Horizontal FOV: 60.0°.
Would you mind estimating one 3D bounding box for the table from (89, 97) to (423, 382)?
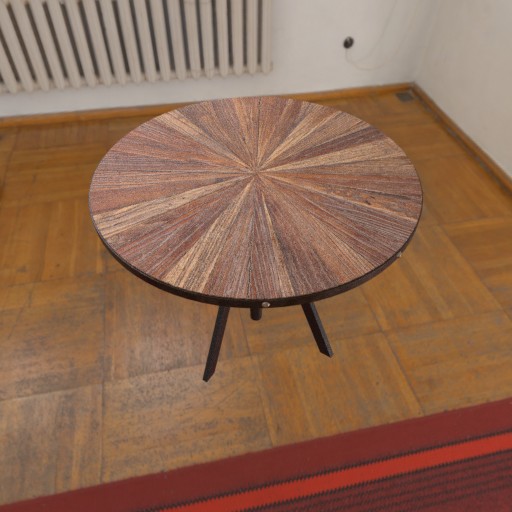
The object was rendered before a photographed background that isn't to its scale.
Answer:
[{"bbox_3d":[0.000,0.000,1.446,0.885,0.658,0.885,0,46,0],"label":"table"}]
